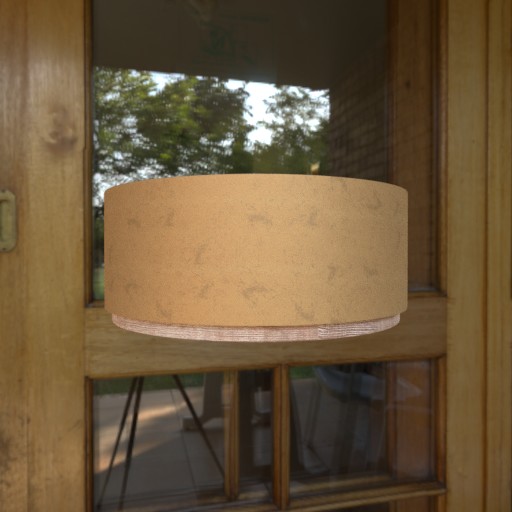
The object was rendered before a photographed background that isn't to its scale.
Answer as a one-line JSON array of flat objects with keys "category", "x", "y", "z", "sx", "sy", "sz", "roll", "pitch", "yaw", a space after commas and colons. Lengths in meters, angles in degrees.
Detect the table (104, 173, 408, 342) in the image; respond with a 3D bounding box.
[{"category": "table", "x": 0.000, "y": 0.000, "z": 1.546, "sx": 1.001, "sy": 0.409, "sz": 1.001, "roll": 0, "pitch": 1, "yaw": 0}]
